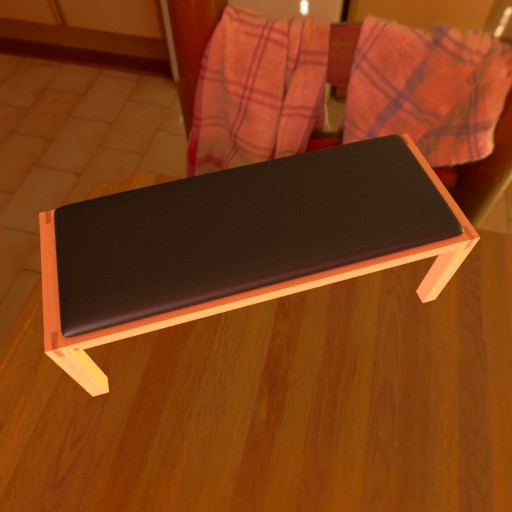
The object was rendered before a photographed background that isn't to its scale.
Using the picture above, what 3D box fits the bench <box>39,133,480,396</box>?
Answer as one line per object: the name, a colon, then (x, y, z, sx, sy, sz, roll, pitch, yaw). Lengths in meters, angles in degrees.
bench: (0.000, 0.000, 1.423, 1.202, 0.430, 0.450, -14, 58, -9)
